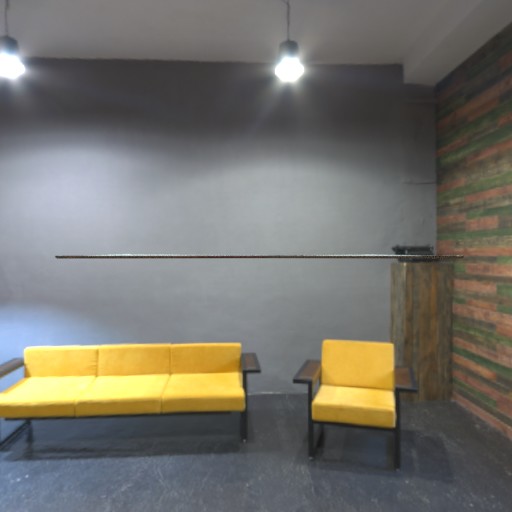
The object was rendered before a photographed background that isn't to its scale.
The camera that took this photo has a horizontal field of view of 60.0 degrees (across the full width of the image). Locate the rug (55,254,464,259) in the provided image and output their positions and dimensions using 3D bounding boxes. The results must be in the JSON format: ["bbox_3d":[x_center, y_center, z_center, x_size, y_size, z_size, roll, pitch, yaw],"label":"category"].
[{"bbox_3d":[0.000,0.000,2.856,1.611,0.026,2.260,0,0,-1],"label":"rug"}]
